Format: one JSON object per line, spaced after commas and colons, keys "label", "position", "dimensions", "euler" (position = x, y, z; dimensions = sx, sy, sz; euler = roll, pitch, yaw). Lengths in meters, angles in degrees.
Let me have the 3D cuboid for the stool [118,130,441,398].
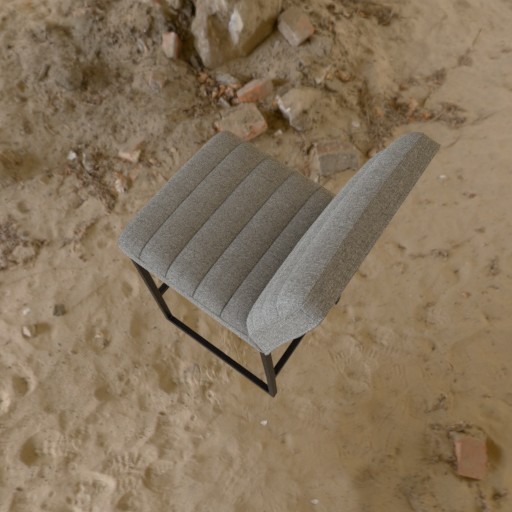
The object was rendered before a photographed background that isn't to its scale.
{"label": "stool", "position": [0.000, 0.000, 1.241], "dimensions": [0.560, 0.940, 0.460], "euler": [33, 68, 15]}
